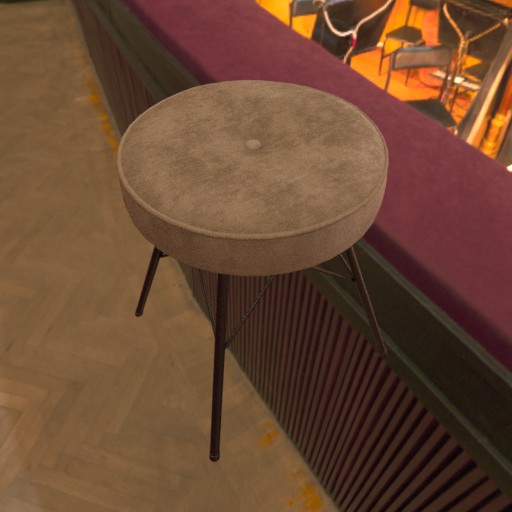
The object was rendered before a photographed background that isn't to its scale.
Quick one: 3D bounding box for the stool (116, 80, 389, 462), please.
[{"bbox_3d":[0.000,0.000,0.860,0.457,0.538,0.423,-24,52,-21],"label":"stool"}]
